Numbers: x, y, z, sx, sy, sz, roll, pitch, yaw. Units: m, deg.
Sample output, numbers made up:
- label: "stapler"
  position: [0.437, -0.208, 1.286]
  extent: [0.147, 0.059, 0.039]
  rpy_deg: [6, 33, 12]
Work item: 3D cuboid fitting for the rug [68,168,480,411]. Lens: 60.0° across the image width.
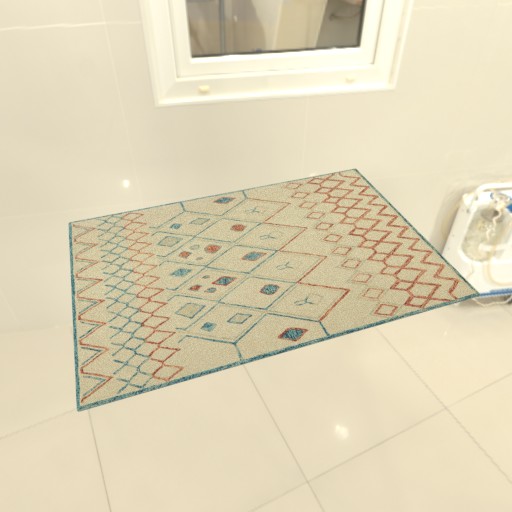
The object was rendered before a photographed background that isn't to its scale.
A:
- label: "rug"
  position: [0.000, 0.000, 2.303]
  extent: [1.829, 0.016, 1.219]
  rpy_deg: [-13, 43, -14]
